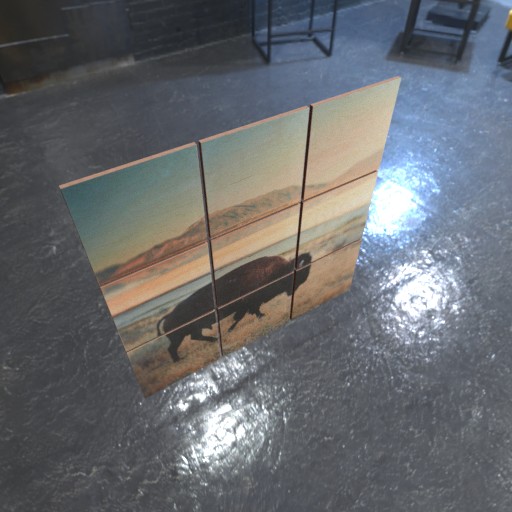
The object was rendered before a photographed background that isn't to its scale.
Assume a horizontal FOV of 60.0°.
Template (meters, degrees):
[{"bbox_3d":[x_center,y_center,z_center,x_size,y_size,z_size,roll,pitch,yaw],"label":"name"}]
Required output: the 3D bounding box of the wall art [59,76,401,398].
[{"bbox_3d":[0.000,0.000,1.359,0.906,0.904,0.018,-24,51,-21],"label":"wall art"}]
